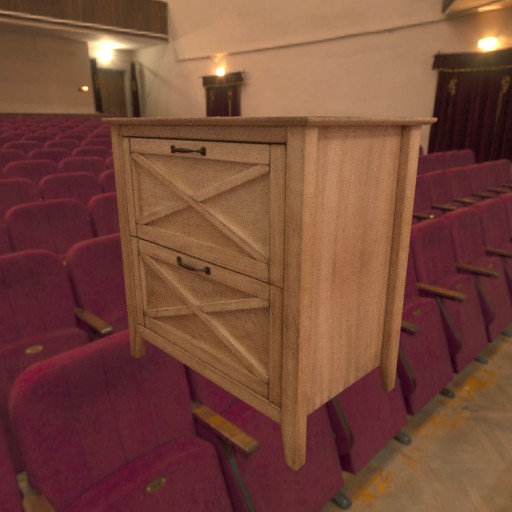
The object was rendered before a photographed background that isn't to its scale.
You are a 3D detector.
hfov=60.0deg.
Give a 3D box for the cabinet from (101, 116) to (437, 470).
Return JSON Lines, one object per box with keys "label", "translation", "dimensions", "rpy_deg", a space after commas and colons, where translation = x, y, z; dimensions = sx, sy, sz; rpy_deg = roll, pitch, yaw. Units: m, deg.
{"label": "cabinet", "translation": [0.000, 0.000, 1.281], "dimensions": [0.503, 0.762, 0.763], "rpy_deg": [-16, 23, -42]}
